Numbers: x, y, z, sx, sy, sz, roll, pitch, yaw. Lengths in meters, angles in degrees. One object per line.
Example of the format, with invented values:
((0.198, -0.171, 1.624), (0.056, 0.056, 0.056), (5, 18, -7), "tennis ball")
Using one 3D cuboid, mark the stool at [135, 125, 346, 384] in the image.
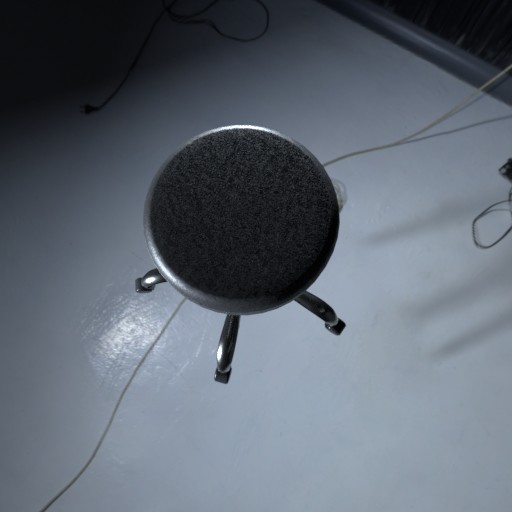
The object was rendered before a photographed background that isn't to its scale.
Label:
((0.000, 0.000, 1.157), (0.638, 0.576, 0.673), (32, 78, 8), "stool")
